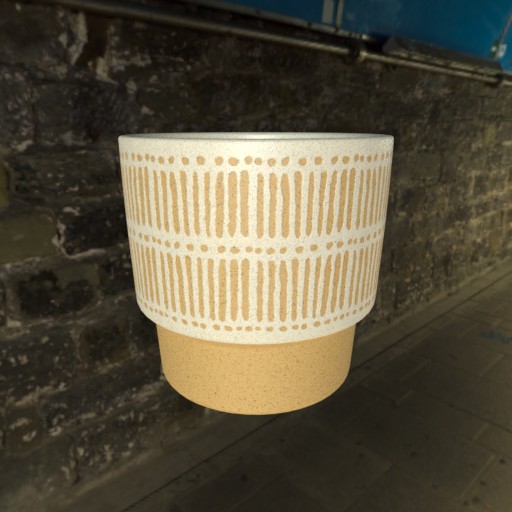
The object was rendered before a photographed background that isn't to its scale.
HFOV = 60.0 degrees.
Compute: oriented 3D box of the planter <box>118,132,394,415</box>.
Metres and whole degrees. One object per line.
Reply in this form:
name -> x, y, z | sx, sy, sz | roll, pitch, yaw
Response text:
planter -> 0.000, 0.000, 0.573 | 0.317, 0.303, 0.317 | 0, 17, 0
